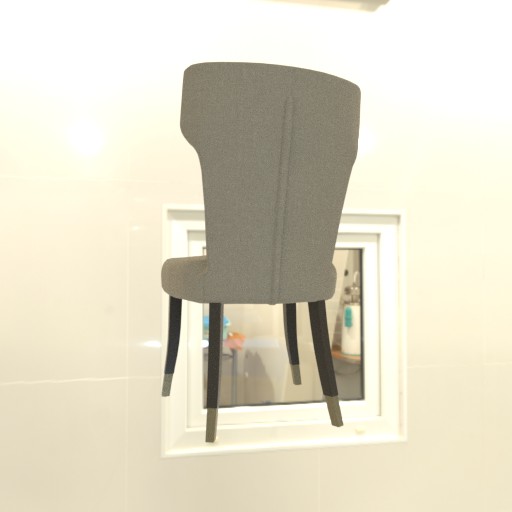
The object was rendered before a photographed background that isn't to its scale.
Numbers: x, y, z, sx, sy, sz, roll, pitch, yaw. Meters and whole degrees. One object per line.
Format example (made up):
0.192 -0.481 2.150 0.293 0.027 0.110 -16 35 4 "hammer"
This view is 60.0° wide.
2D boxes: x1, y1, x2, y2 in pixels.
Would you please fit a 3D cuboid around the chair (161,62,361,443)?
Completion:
0.000 0.000 1.369 0.526 0.955 0.630 0 -2 -18 "chair"
